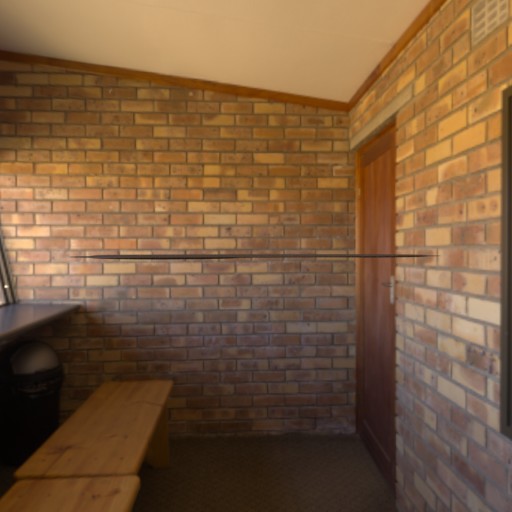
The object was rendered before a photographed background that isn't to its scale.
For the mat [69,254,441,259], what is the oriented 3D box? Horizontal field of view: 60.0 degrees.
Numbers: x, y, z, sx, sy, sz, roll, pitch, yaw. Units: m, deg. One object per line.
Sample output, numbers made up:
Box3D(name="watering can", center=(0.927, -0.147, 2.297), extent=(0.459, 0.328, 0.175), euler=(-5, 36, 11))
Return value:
Box3D(name="mat", center=(0.000, 0.000, 1.835), extent=(1.524, 0.013, 0.913), euler=(0, 0, -35))
